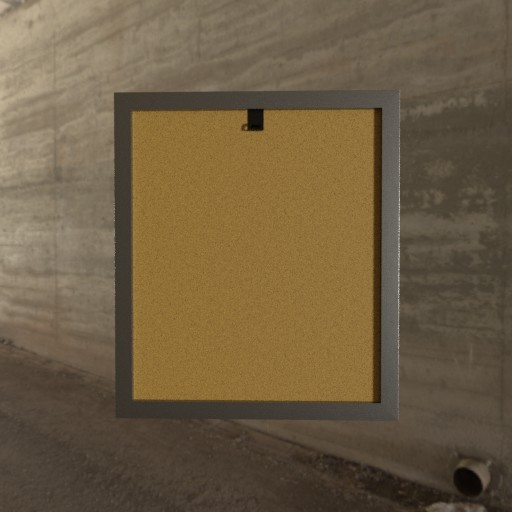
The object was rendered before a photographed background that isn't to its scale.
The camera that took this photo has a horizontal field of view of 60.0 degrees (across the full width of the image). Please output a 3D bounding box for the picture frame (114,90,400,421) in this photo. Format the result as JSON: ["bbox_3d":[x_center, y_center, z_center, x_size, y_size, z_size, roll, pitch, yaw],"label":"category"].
[{"bbox_3d":[0.000,0.000,1.342,0.839,0.968,0.073,0,1,1],"label":"picture frame"}]
